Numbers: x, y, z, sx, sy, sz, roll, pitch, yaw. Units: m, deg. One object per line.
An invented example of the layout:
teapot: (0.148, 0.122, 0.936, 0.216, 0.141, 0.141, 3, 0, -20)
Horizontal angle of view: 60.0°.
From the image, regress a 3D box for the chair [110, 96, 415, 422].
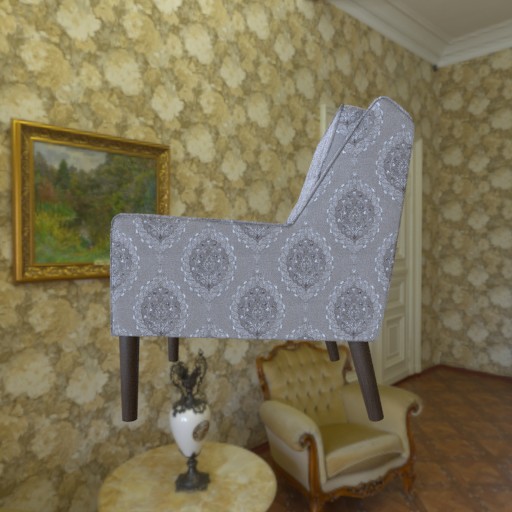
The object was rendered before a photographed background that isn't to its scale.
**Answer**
chair: (0.000, 0.000, 1.368, 0.750, 0.797, 0.665, 0, 1, 0)
